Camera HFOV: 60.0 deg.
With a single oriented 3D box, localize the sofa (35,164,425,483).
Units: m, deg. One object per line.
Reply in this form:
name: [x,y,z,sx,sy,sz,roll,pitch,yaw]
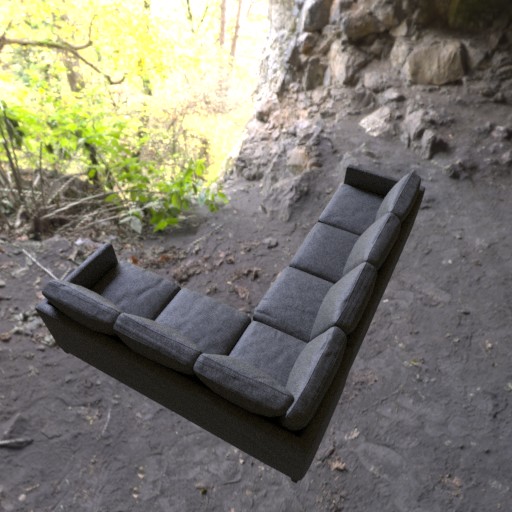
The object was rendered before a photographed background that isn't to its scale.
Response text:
sofa: [0.000,0.000,4.515,2.593,0.947,3.302,22,51,19]
